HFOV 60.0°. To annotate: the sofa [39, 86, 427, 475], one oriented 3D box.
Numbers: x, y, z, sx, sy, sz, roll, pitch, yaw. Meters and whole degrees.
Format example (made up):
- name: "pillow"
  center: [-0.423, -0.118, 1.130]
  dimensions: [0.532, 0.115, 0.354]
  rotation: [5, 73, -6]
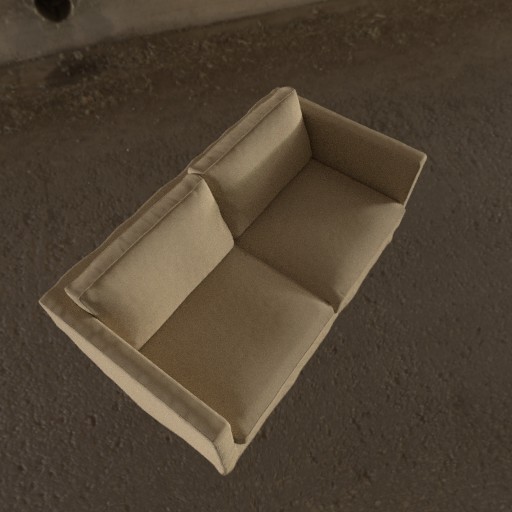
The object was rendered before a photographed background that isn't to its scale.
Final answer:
- name: "sofa"
  center: [0.000, 0.000, 2.229]
  dimensions: [0.962, 0.835, 1.719]
  rotation: [32, 63, 19]
